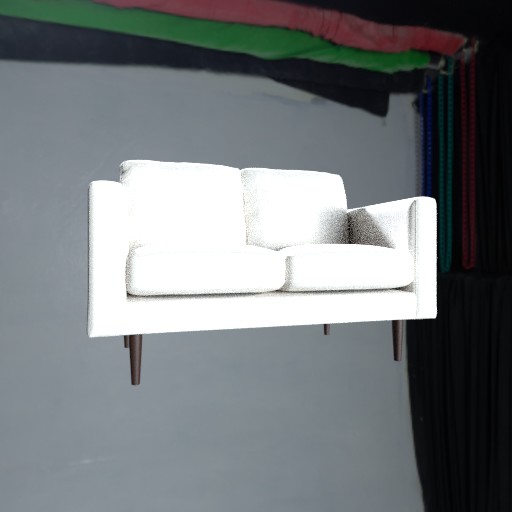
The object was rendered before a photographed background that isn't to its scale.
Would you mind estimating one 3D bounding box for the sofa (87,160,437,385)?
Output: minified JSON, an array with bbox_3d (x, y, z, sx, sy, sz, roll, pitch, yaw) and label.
[{"bbox_3d":[0.000,0.000,2.038,1.430,0.908,0.796,0,0,-19],"label":"sofa"}]
